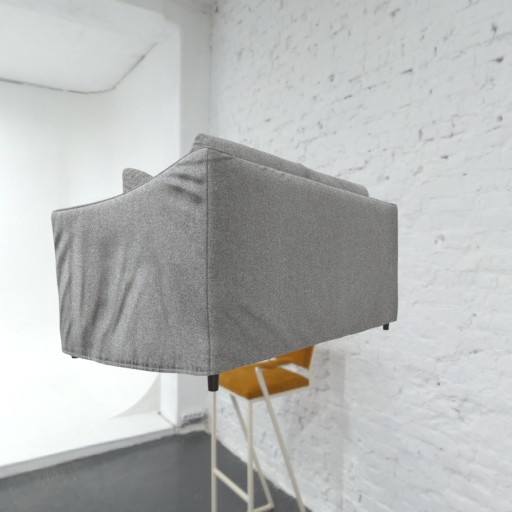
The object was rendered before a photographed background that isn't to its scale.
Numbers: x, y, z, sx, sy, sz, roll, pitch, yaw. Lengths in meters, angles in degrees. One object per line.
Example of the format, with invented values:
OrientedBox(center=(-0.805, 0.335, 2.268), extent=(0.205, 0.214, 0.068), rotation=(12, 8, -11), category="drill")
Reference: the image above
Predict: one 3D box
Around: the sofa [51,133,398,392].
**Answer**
OrientedBox(center=(0.000, 0.000, 2.634), extent=(1.072, 1.018, 2.010), rotation=(-1, -1, 36), category="sofa")
